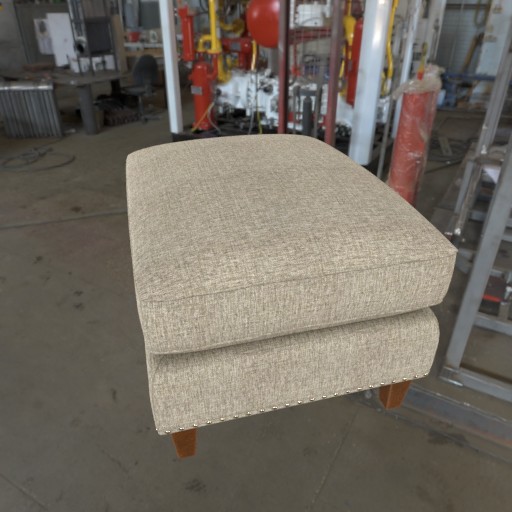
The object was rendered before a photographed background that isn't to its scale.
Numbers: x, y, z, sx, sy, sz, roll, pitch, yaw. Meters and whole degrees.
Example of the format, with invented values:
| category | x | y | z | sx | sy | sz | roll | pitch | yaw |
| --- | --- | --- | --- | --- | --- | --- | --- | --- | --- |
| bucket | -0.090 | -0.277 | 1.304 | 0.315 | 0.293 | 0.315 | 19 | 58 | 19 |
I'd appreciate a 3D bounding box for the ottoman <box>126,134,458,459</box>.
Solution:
| category | x | y | z | sx | sy | sz | roll | pitch | yaw |
| --- | --- | --- | --- | --- | --- | --- | --- | --- | --- |
| ottoman | 0.000 | 0.000 | 1.120 | 0.584 | 0.513 | 0.741 | -8 | 32 | -13 |
